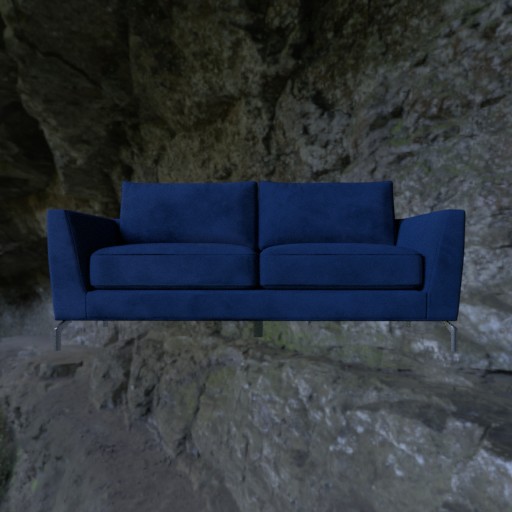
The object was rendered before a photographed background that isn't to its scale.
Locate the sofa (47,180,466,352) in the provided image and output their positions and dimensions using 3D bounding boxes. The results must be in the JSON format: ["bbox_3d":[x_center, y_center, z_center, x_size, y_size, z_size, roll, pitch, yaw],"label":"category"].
[{"bbox_3d":[0.000,0.000,2.736,2.212,0.998,0.853,0,1,1],"label":"sofa"}]
